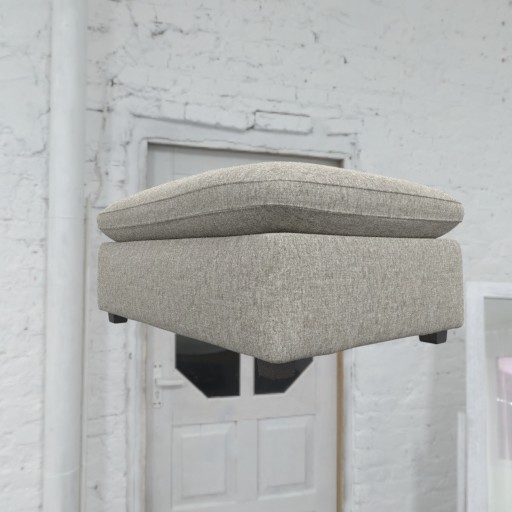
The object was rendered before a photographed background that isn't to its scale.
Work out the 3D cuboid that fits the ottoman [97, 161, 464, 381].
[{"bbox_3d":[0.000,0.000,1.330,0.694,0.451,0.977,0,0,-37],"label":"ottoman"}]
